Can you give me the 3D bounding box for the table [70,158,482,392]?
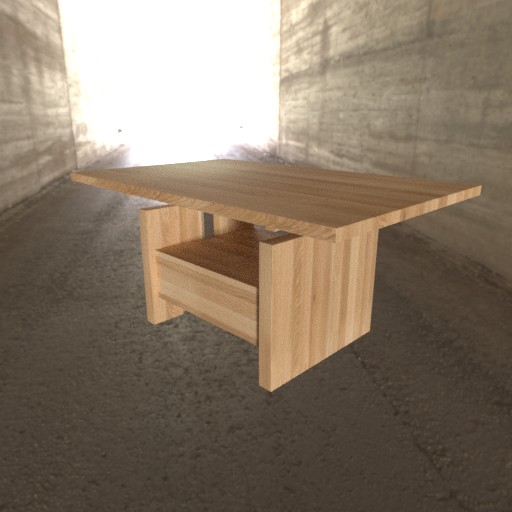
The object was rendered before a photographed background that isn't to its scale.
[{"bbox_3d":[0.000,0.000,1.462,1.100,0.510,0.700,17,24,42],"label":"table"}]
